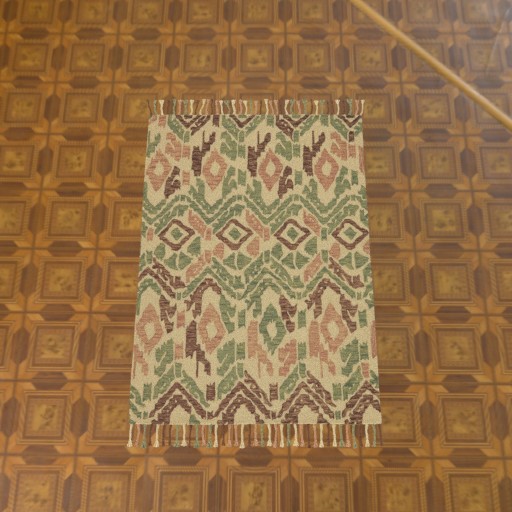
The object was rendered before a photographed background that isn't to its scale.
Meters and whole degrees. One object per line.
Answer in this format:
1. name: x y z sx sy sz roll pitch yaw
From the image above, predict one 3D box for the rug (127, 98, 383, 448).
1. rug: 0.000 0.000 2.268 1.219 0.010 1.829 0 76 0
